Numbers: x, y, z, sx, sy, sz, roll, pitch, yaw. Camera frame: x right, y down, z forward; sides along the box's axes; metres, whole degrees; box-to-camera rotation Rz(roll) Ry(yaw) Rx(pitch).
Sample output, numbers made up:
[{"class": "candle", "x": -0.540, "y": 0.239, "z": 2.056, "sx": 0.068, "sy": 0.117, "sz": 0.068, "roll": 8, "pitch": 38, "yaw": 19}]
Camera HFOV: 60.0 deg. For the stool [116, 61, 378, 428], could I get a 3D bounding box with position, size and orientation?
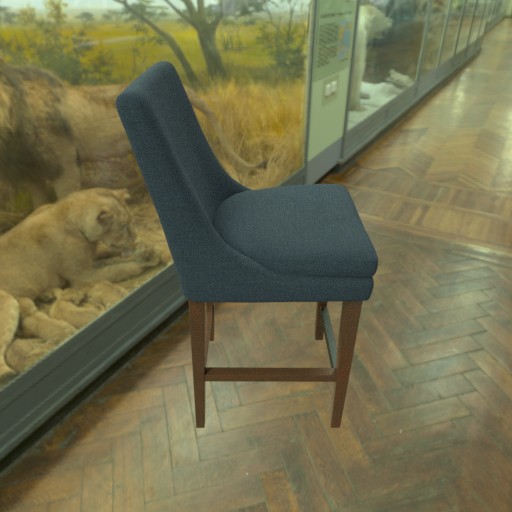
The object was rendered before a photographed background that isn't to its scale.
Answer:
[{"class": "stool", "x": 0.000, "y": 0.000, "z": 1.272, "sx": 0.577, "sy": 0.981, "sz": 0.470, "roll": 0, "pitch": 32, "yaw": 0}]
